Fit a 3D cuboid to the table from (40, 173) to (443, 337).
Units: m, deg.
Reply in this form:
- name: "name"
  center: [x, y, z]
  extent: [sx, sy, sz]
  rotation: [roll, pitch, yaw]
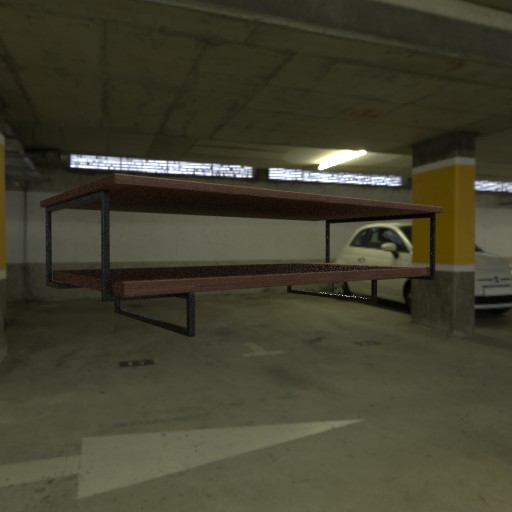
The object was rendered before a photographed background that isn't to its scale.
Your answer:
- name: "table"
  center: [0.000, 0.000, 1.491]
  extent: [1.197, 0.347, 0.651]
  rotation: [-1, 1, -38]
